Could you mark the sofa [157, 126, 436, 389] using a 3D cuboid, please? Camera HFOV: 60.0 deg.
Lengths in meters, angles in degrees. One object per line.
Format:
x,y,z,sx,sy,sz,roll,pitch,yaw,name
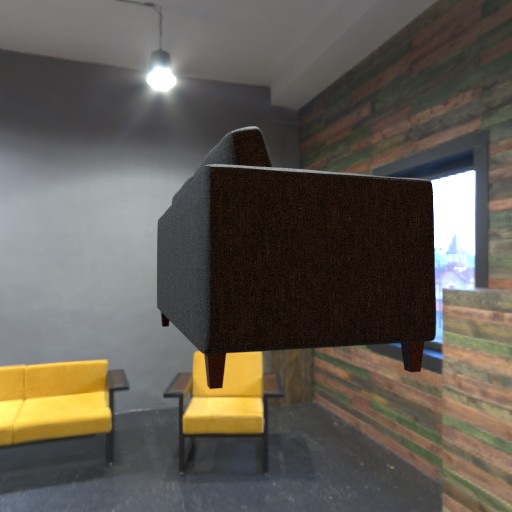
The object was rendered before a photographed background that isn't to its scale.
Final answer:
0.000,0.000,2.477,0.950,0.963,1.884,0,-2,-17,sofa
